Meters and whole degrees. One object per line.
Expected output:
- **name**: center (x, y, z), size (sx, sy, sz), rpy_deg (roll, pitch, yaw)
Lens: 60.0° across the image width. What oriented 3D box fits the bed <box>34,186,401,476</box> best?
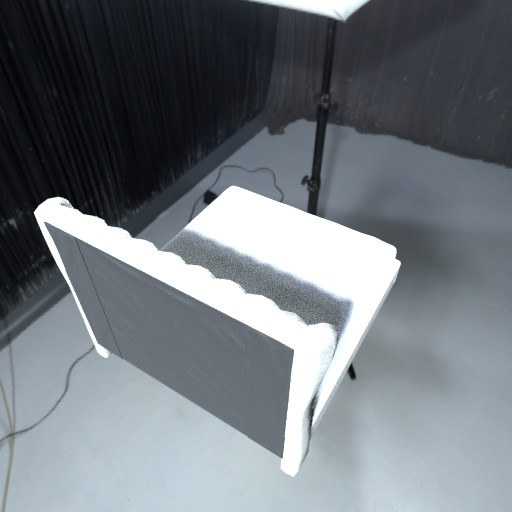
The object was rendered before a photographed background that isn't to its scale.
- **bed**: center (0.000, 0.000, 3.926), size (2.219, 1.771, 2.347), rpy_deg (24, 50, 22)
